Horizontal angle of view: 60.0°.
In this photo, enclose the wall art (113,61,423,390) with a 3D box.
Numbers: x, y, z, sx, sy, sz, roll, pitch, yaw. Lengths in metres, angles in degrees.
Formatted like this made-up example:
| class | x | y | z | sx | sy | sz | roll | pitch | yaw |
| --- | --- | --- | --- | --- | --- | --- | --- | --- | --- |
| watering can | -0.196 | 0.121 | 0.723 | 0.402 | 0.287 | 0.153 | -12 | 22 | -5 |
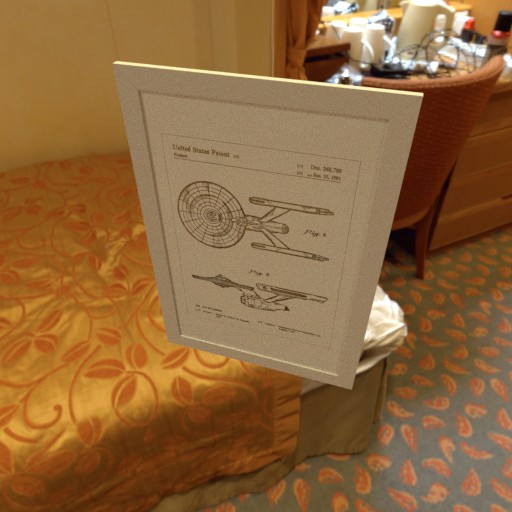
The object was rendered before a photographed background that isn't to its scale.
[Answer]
| class | x | y | z | sx | sy | sz | roll | pitch | yaw |
| --- | --- | --- | --- | --- | --- | --- | --- | --- | --- |
| wall art | 0.000 | 0.000 | 0.837 | 0.454 | 0.659 | 0.011 | 11 | 41 | 13 |
